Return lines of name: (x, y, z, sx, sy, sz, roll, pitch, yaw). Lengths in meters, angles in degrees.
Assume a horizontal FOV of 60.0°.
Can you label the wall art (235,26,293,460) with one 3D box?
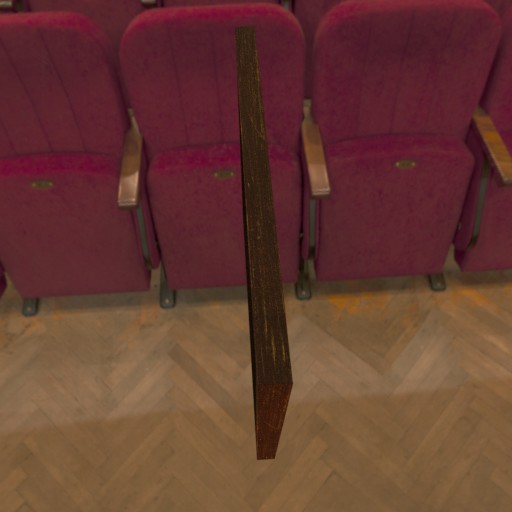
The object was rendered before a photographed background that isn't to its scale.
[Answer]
wall art: (0.000, 0.000, 0.735, 0.032, 0.457, 0.558, -3, 58, -2)
